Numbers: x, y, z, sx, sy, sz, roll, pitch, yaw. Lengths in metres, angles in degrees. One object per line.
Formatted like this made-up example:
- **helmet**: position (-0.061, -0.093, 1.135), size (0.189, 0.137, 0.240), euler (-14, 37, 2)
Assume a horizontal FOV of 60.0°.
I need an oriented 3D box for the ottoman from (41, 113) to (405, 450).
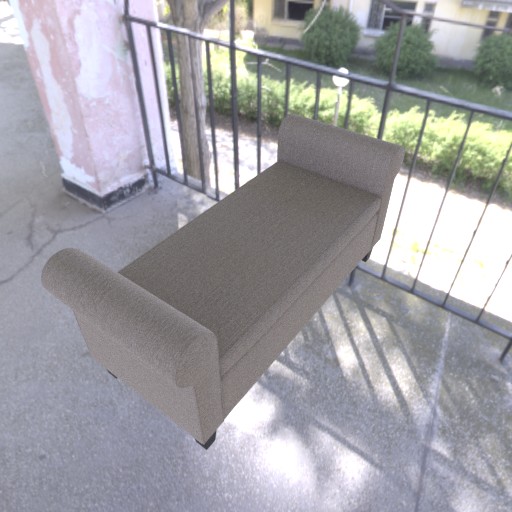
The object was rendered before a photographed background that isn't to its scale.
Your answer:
- **ottoman**: position (0.000, 0.000, 1.594), size (0.521, 0.547, 1.256), euler (26, 47, 27)
